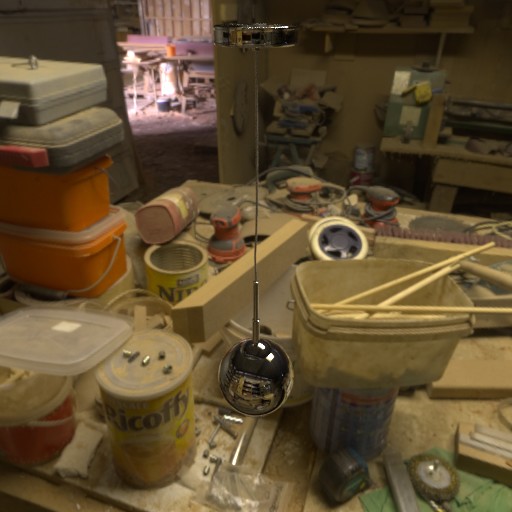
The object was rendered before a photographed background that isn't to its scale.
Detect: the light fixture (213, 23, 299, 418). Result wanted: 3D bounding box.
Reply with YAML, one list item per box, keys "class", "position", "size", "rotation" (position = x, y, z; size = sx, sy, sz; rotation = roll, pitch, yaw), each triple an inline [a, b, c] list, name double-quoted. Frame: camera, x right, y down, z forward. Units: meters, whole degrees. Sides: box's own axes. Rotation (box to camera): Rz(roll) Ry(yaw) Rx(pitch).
- class: "light fixture"
  position: [0.000, 0.000, 1.665]
  size: [0.336, 1.538, 0.336]
  rotation: [10, 31, 17]
